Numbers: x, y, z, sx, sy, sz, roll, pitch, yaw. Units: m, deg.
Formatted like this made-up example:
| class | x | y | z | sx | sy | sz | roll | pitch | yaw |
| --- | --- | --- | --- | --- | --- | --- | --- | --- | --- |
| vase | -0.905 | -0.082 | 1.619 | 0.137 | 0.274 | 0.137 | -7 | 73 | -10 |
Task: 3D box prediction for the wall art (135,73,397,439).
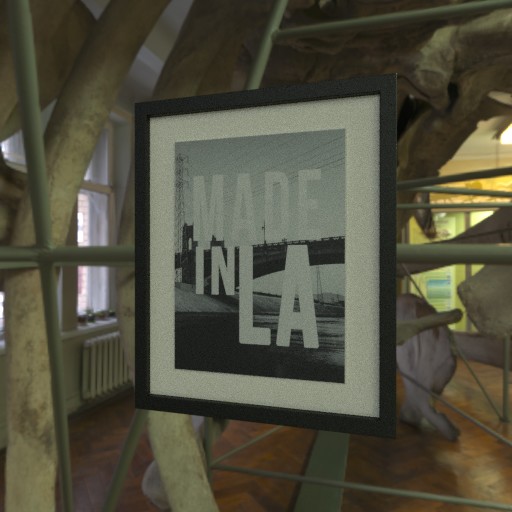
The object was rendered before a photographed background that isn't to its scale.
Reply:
| class | x | y | z | sx | sy | sz | roll | pitch | yaw |
| --- | --- | --- | --- | --- | --- | --- | --- | --- | --- |
| wall art | 0.000 | 0.000 | 0.756 | 0.457 | 0.559 | 0.028 | 0 | 0 | 17 |
